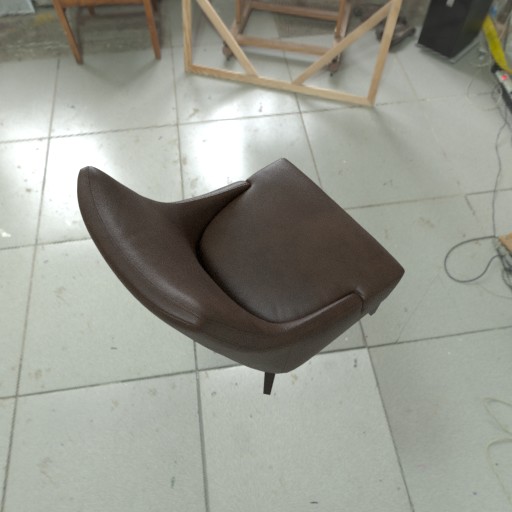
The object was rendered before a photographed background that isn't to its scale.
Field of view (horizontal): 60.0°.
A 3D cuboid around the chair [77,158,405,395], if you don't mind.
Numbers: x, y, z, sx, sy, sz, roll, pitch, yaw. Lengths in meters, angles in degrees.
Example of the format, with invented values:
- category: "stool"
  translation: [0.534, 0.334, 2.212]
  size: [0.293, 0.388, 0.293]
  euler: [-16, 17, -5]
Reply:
- category: "chair"
  translation: [0.000, 0.000, 1.506]
  size: [0.861, 0.909, 0.701]
  euler: [-34, 65, -18]
